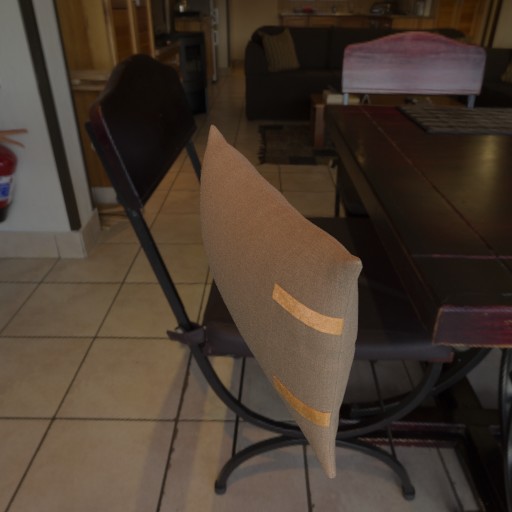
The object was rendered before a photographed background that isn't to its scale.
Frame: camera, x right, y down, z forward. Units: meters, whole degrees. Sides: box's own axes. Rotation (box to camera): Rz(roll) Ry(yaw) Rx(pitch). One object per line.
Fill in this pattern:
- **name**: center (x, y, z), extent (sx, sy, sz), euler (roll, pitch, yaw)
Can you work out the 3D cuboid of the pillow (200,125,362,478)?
- **pillow**: center (0.000, 0.000, 0.724), extent (0.148, 0.308, 0.612), euler (-9, 30, -16)
